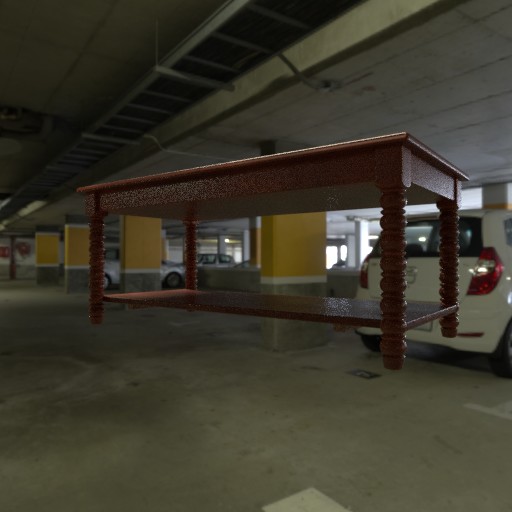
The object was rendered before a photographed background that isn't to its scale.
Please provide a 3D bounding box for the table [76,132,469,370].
[{"bbox_3d":[0.000,0.000,1.447,1.171,0.485,0.580,0,0,37],"label":"table"}]
